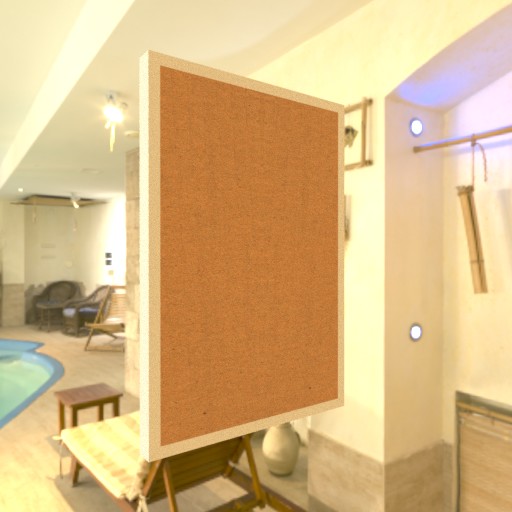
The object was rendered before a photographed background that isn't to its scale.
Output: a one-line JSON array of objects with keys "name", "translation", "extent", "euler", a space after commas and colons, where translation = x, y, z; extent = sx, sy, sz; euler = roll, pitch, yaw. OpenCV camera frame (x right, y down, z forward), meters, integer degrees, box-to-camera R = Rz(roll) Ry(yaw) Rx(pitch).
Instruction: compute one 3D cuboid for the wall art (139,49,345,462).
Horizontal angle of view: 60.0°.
[{"name": "wall art", "translation": [0.000, 0.000, 0.555], "extent": [0.293, 0.428, 0.025], "euler": [0, 0, -36]}]
